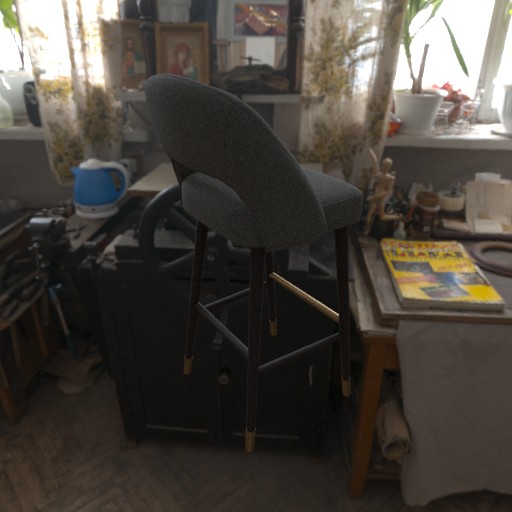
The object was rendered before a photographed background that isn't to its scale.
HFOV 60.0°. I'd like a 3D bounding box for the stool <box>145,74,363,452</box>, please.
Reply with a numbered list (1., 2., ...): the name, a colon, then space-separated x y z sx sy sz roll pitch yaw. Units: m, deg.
1. stool: 0.000 0.000 1.404 0.524 1.089 0.536 -17 32 -31
